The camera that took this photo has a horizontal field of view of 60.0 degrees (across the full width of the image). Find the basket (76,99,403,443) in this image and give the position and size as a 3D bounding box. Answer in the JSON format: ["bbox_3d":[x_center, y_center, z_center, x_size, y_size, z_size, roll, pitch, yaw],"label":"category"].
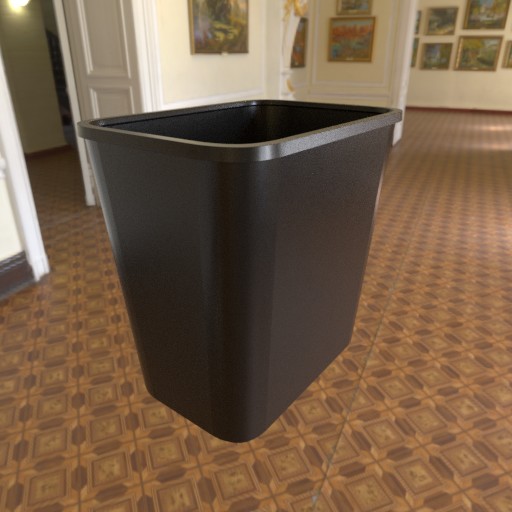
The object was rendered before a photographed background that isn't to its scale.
[{"bbox_3d":[0.000,0.000,0.503,0.211,0.307,0.300,18,30,34],"label":"basket"}]
